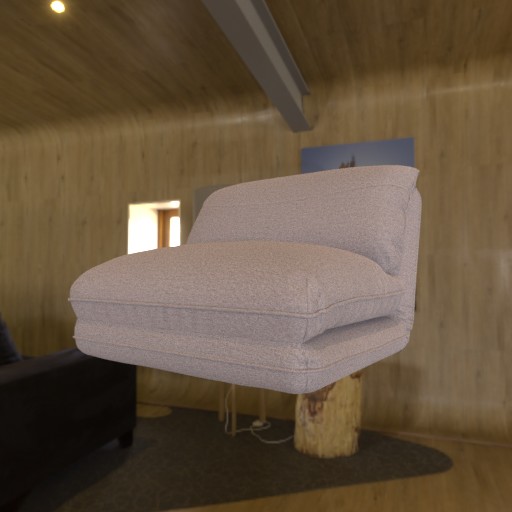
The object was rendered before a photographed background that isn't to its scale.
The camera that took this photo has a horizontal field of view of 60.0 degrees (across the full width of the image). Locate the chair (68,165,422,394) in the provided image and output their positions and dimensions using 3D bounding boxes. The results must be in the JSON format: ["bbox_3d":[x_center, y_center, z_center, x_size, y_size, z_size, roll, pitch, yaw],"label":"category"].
[{"bbox_3d":[0.000,0.000,1.345,0.820,0.580,0.780,-1,-2,36],"label":"chair"}]
